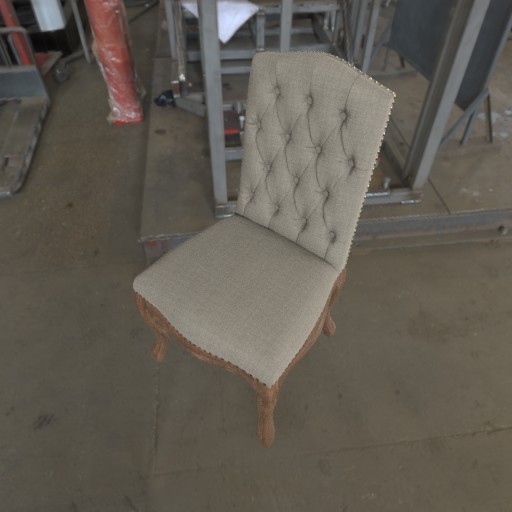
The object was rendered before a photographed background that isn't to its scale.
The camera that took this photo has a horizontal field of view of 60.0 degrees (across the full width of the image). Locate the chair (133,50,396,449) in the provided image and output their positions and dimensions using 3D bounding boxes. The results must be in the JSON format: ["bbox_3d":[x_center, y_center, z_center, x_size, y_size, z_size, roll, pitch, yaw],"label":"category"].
[{"bbox_3d":[0.000,0.000,1.568,0.637,1.191,0.731,30,54,25],"label":"chair"}]
